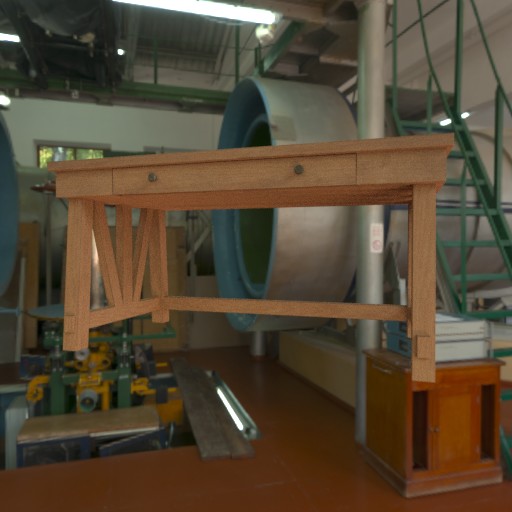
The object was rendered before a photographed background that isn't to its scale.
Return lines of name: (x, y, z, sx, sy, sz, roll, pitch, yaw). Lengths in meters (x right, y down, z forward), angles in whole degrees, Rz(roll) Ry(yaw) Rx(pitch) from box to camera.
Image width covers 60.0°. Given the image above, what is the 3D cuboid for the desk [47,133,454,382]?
desk: (0.000, 0.000, 1.944, 1.499, 0.762, 0.813, 0, 1, 18)
